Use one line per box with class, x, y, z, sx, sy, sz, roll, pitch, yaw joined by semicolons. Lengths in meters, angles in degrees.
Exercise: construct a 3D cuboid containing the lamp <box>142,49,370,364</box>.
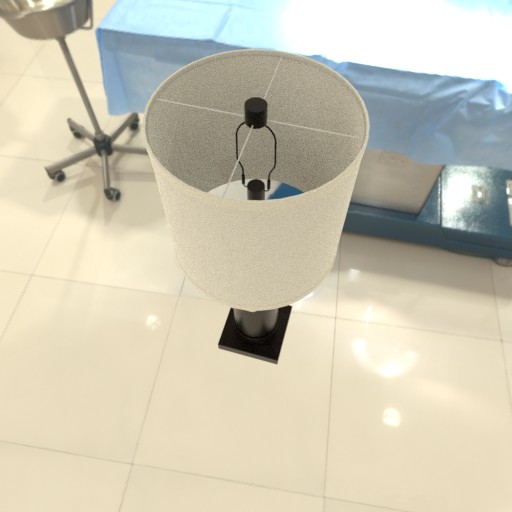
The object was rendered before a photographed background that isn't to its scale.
lamp;0.000;0.000;0.616;0.211;0.509;0.211;13;58;8
